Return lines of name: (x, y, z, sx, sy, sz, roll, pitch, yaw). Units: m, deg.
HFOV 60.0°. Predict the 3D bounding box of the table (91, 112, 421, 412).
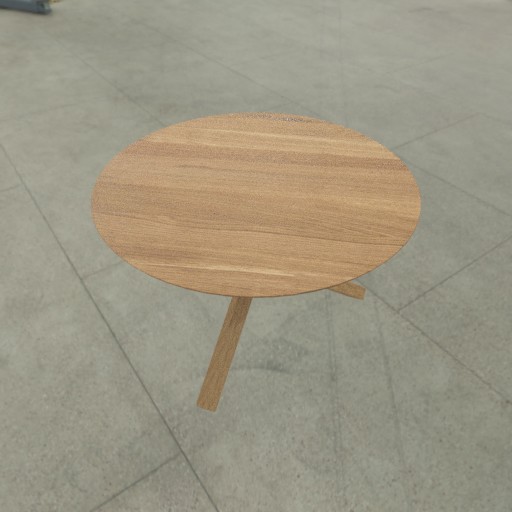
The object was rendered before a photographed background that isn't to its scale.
table: (0.000, 0.000, 1.665, 1.038, 0.666, 1.038, 0, 42, 0)
